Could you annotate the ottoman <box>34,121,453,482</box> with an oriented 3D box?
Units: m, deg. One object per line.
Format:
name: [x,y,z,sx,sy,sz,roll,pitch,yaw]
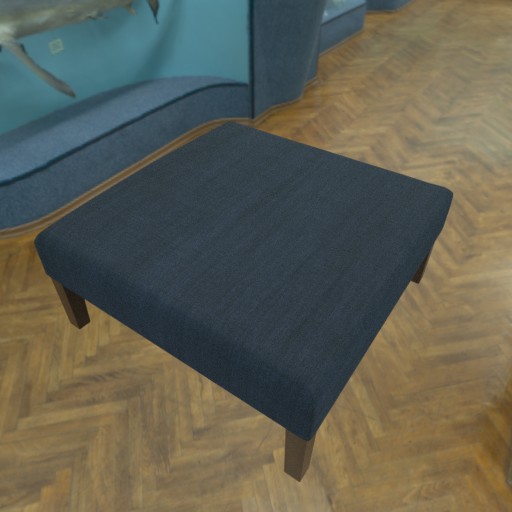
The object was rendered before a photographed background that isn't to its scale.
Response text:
ottoman: [0.000,0.000,1.393,0.889,0.411,0.890,25,47,25]
